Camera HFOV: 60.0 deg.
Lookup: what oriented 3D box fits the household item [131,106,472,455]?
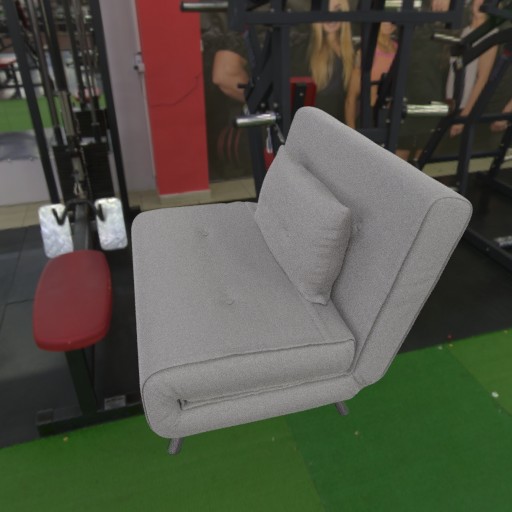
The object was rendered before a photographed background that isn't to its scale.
[{"bbox_3d":[0.000,0.000,1.596,0.874,0.800,1.000,-8,32,-13],"label":"household item"}]
